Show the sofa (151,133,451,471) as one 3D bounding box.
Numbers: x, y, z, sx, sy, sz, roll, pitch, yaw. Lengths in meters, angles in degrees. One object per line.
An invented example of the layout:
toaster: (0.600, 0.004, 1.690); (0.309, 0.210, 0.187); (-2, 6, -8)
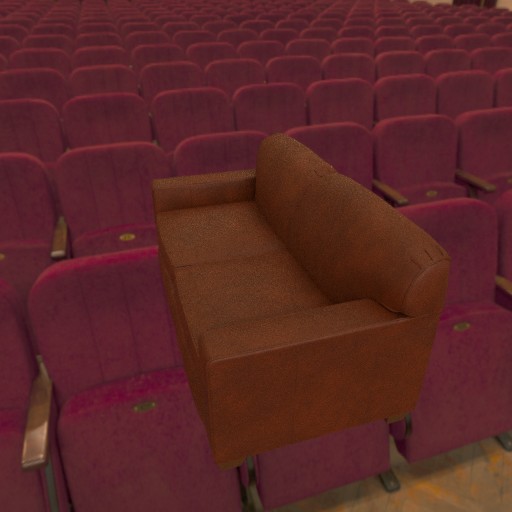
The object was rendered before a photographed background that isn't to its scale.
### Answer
sofa: (0.000, 0.000, 2.452); (1.000, 0.966, 1.856); (-9, 31, -15)
